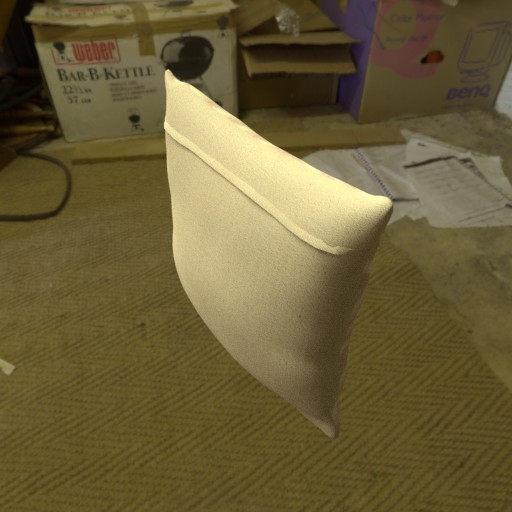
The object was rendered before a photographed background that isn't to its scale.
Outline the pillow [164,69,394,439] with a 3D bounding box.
[{"bbox_3d":[0.000,0.000,0.669,0.182,0.441,0.440,-27,49,-26],"label":"pillow"}]
